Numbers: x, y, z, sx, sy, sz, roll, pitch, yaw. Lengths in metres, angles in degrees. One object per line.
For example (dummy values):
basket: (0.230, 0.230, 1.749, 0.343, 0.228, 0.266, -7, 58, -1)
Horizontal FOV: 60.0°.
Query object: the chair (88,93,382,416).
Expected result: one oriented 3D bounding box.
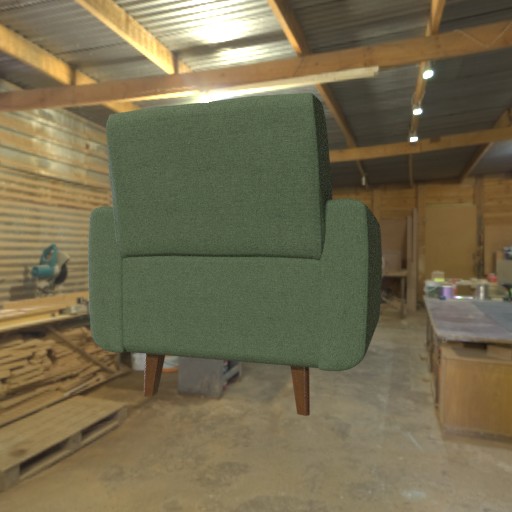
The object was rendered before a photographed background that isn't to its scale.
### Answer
chair: (0.000, 0.000, 1.568, 0.831, 0.841, 0.909, 0, 1, 18)
